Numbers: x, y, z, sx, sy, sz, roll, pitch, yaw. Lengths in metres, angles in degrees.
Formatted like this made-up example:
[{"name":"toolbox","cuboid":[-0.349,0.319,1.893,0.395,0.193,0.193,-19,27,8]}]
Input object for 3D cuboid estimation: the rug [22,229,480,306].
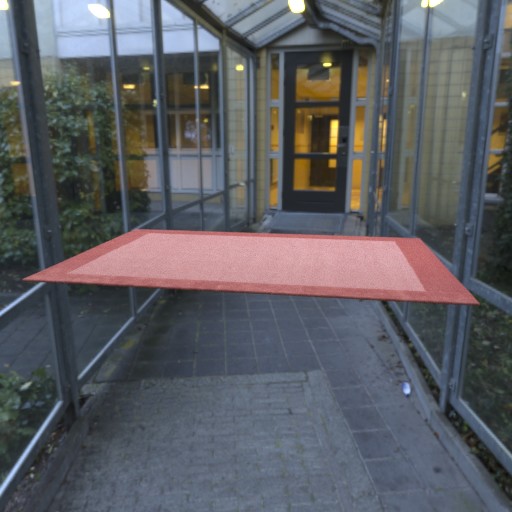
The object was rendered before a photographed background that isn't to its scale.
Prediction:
[{"name":"rug","cuboid":[0.000,0.000,3.049,2.438,0.014,1.524,2,15,9]}]
